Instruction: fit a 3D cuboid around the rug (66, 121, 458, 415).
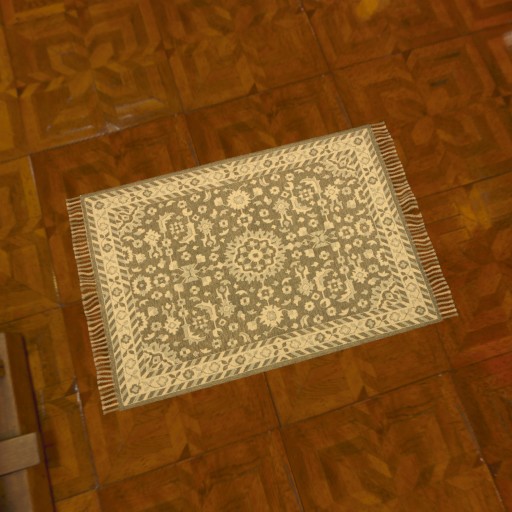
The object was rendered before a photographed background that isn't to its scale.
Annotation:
[{"bbox_3d":[0.000,0.000,3.079,2.431,0.025,1.530,-15,76,-4],"label":"rug"}]
